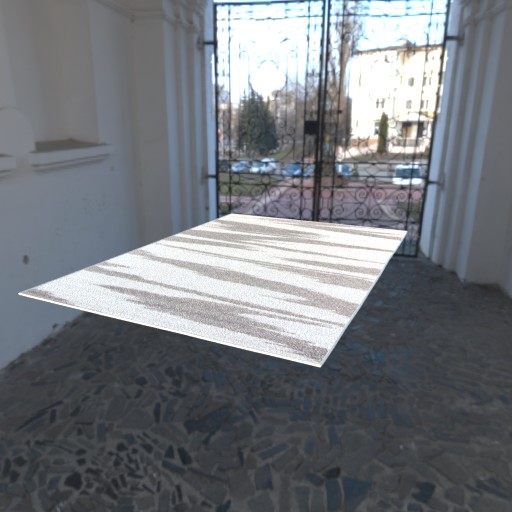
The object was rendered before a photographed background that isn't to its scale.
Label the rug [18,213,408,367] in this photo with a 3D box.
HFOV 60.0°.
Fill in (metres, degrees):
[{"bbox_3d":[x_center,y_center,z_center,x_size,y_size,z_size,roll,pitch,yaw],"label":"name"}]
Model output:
[{"bbox_3d":[0.000,0.000,2.749,1.533,0.010,2.142,8,19,25],"label":"rug"}]
